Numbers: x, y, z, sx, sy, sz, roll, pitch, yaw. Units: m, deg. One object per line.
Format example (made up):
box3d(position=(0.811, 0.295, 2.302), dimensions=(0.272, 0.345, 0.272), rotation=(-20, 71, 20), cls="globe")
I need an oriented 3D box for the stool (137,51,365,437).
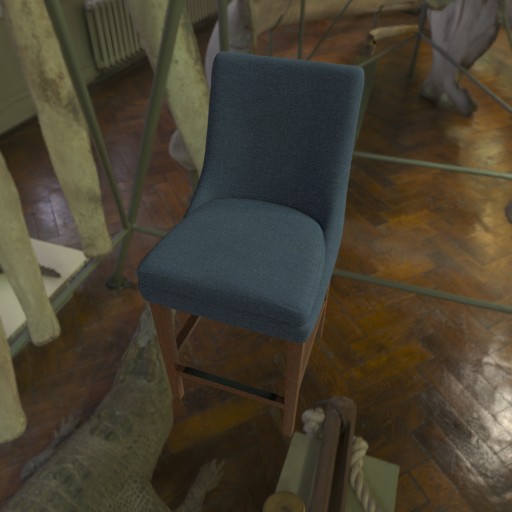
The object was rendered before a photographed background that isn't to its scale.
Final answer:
box3d(position=(0.000, 0.000, 1.319), dimensions=(0.470, 0.981, 0.577), rotation=(13, 42, 15), cls="stool")
